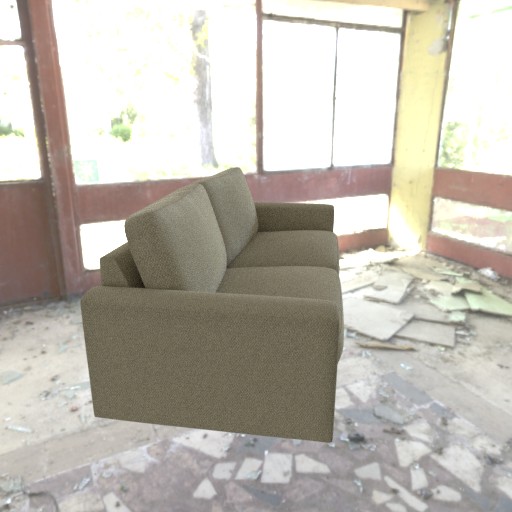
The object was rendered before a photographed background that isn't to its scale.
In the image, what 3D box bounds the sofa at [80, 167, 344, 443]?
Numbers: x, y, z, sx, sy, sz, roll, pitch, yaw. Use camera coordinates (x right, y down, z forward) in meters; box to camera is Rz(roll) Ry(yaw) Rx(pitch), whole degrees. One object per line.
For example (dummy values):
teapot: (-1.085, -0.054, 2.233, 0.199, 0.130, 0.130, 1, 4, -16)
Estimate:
sofa: (0.000, 0.000, 2.663, 1.016, 0.873, 2.179, 3, 17, 9)
